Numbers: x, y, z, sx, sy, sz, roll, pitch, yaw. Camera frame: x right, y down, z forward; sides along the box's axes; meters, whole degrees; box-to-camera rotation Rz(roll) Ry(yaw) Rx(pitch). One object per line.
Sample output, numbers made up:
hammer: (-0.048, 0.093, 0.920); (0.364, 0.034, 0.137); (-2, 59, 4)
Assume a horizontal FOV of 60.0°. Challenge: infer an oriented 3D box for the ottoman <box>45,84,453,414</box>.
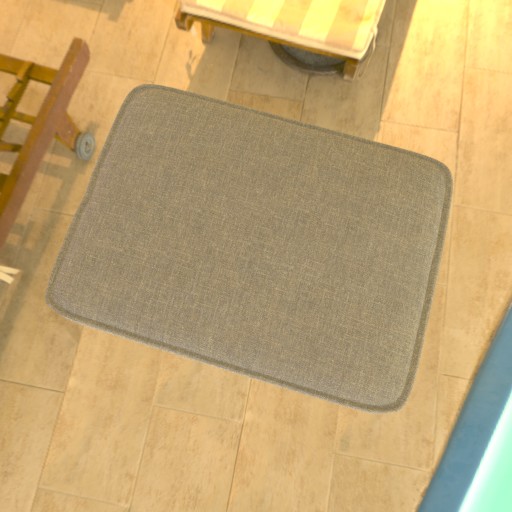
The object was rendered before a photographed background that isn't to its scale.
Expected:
ottoman: (0.000, 0.000, 1.096); (0.762, 0.457, 0.559); (16, 76, 4)
